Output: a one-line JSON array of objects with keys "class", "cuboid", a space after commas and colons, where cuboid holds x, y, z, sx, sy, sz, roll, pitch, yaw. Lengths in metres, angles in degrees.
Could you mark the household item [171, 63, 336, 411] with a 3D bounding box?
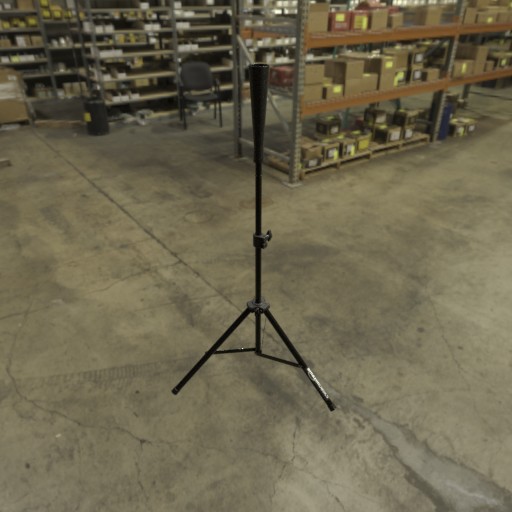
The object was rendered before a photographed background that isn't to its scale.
[{"class": "household item", "cuboid": [0.000, 0.000, 1.355, 0.559, 1.067, 0.559, -22, 37, -31]}]
